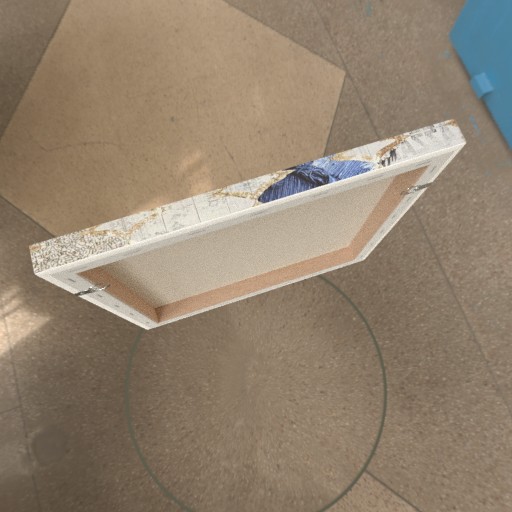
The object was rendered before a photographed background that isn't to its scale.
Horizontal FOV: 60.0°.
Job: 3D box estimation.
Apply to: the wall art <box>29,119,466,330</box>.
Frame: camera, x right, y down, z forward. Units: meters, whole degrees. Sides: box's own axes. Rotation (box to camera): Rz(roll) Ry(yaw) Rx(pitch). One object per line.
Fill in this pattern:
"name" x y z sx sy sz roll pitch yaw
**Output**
"wall art" 0.000 0.000 0.739 0.507 0.508 0.038 -17 75 -5
